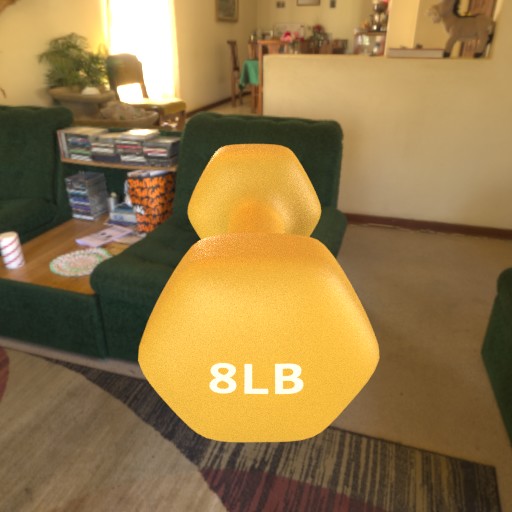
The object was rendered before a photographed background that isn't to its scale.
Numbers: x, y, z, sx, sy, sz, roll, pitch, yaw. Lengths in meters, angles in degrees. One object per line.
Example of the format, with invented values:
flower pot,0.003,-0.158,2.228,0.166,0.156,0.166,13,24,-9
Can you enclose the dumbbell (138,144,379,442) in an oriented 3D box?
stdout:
dumbbell,0.000,0.000,0.235,0.090,0.082,0.190,0,27,0
